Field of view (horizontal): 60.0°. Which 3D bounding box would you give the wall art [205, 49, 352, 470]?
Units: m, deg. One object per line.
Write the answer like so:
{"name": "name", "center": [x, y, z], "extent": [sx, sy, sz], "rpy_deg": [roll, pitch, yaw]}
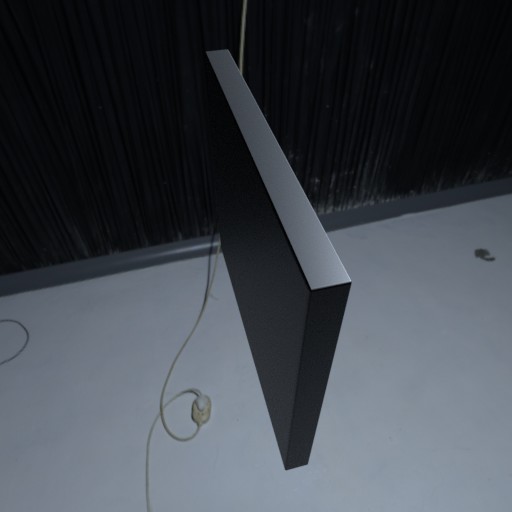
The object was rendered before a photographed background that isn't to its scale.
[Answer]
{"name": "wall art", "center": [0.000, 0.000, 0.525], "extent": [0.028, 0.330, 0.380], "rpy_deg": [-11, 47, -10]}
